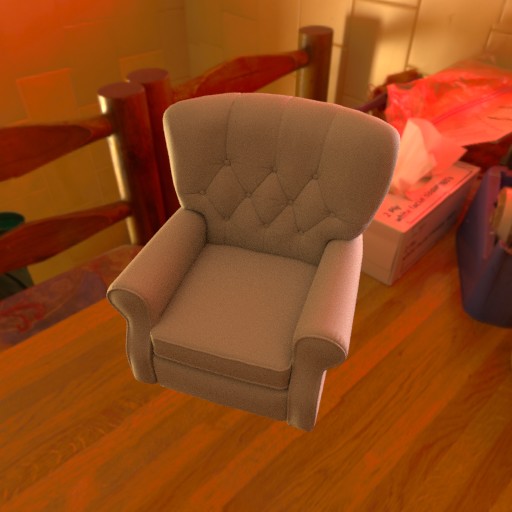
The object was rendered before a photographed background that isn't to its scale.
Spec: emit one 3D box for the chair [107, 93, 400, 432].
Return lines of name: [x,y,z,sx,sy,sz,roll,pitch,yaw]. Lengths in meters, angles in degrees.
chair: [0.000,0.000,2.119,1.090,1.217,1.128,12,42,13]
